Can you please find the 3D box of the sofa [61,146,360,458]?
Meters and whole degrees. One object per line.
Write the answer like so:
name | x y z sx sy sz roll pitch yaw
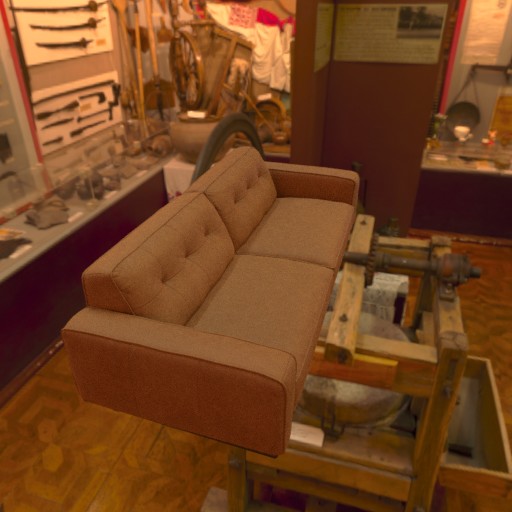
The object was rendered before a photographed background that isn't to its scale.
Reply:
sofa | 0.000 0.000 2.644 0.953 0.780 2.270 9 31 15
